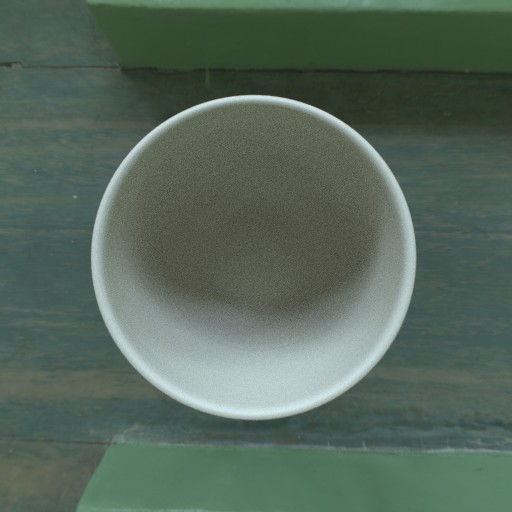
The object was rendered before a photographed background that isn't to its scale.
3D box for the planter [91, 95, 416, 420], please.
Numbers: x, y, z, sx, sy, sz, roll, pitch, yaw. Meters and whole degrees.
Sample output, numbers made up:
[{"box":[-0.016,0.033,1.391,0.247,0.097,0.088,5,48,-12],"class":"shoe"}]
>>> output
[{"box":[0.000,0.000,0.375,0.208,0.190,0.208,0,91,2],"class":"planter"}]
